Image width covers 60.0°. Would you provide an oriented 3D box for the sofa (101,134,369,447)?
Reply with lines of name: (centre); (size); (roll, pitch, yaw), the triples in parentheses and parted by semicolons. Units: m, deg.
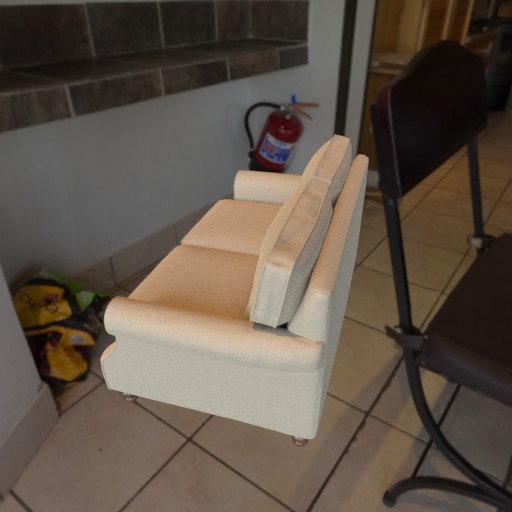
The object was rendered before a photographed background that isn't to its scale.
sofa: (0.000, 0.000, 2.304); (0.964, 0.937, 1.665); (9, 32, 15)
